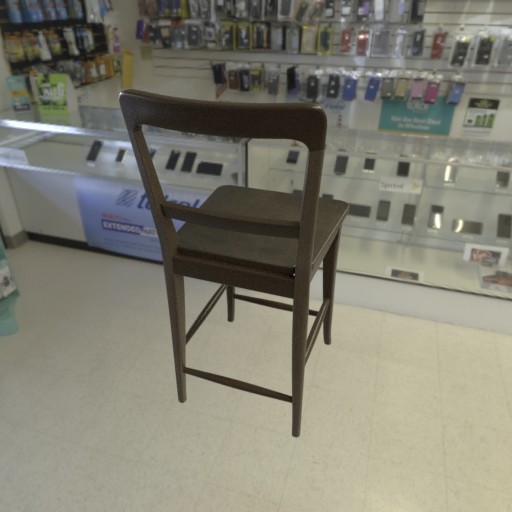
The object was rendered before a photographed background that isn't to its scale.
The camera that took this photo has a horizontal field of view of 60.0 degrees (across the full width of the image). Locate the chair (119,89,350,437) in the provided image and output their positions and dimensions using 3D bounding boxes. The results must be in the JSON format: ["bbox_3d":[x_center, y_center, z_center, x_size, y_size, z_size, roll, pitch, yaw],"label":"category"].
[{"bbox_3d":[0.000,0.000,1.300,0.450,0.991,0.546,10,33,17],"label":"chair"}]
